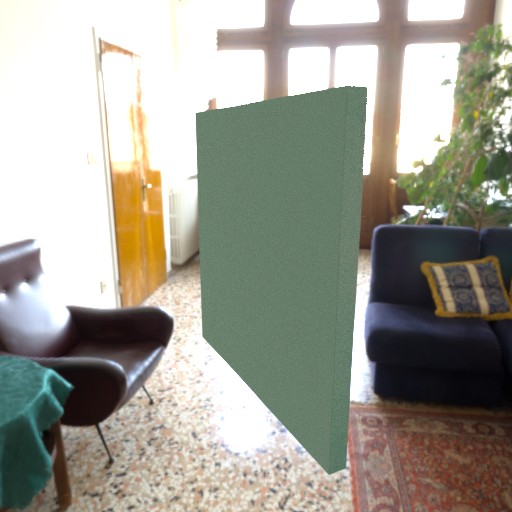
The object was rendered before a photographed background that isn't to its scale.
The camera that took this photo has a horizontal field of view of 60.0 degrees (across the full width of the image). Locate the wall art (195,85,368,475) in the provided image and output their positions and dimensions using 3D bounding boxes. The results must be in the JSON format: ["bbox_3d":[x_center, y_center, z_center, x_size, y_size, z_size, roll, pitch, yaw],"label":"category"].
[{"bbox_3d":[0.000,0.000,0.922,0.036,0.603,0.603,-7,16,-26],"label":"wall art"}]
